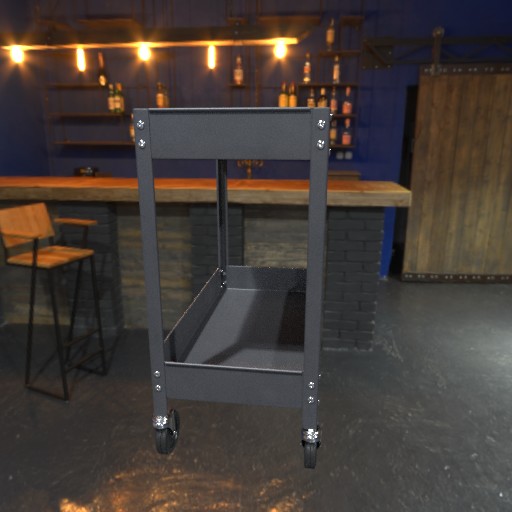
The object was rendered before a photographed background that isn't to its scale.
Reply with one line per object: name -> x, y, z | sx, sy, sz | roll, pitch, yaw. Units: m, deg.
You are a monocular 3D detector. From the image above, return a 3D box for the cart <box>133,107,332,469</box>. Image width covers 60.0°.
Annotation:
cart -> 0.000, 0.000, 1.192 | 0.366, 0.719, 0.779 | 2, 16, 7
